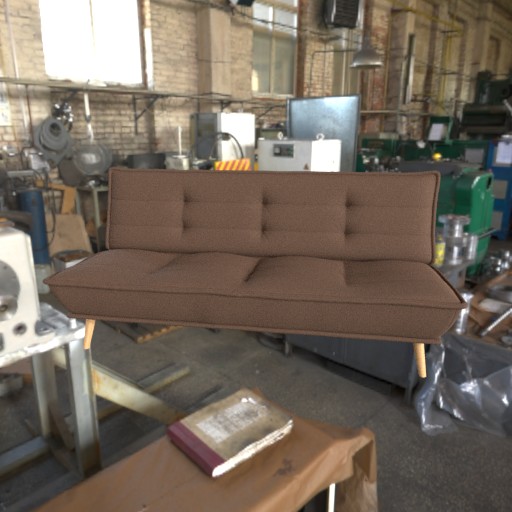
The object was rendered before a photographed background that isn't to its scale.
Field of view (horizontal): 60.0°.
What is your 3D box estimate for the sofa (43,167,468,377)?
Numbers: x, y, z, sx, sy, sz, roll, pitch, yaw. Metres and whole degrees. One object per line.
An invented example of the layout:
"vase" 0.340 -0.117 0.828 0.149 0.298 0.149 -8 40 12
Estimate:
"sofa" 0.000 0.000 2.403 1.940 0.890 0.950 3 16 9
